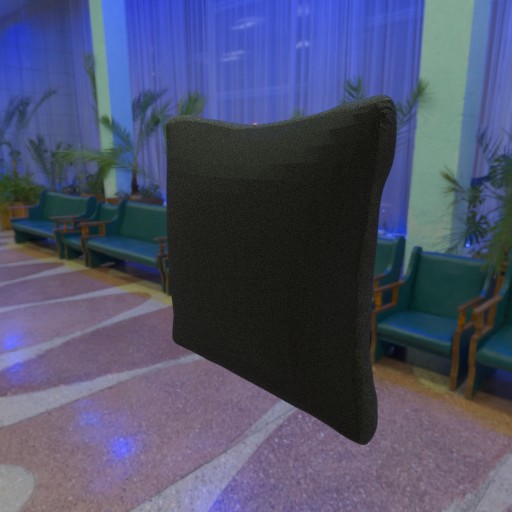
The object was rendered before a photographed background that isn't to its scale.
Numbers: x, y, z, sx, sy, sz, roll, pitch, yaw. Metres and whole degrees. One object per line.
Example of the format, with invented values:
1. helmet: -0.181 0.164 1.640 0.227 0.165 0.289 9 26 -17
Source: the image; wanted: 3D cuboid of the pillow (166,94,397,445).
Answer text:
1. pillow: 0.000 0.000 0.813 0.210 0.523 0.533 -13 19 -43
